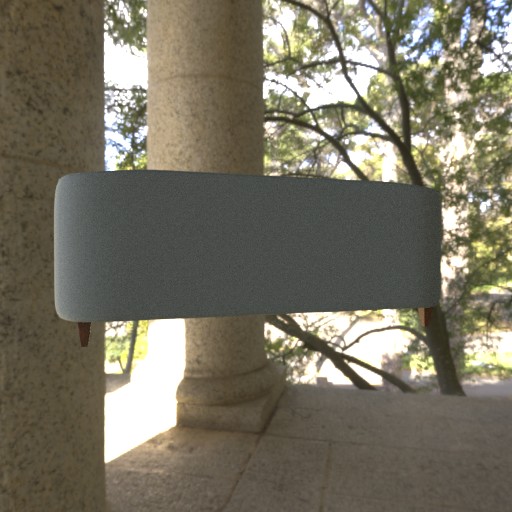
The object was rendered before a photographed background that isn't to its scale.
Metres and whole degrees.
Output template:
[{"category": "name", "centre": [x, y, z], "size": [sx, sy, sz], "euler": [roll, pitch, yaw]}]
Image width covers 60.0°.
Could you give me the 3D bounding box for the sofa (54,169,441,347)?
[{"category": "sofa", "centre": [0.000, 0.000, 2.753], "size": [2.278, 0.855, 0.941], "euler": [0, 1, -17]}]
